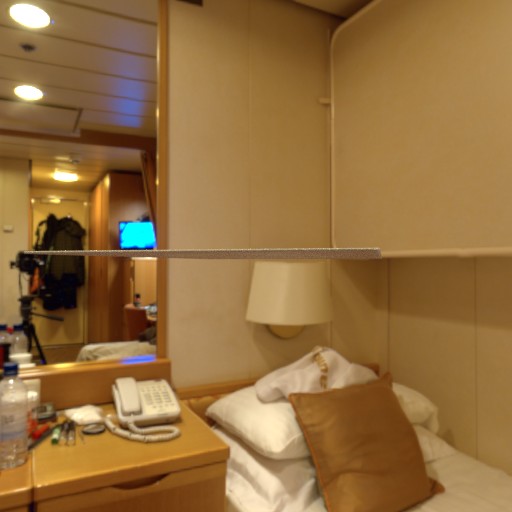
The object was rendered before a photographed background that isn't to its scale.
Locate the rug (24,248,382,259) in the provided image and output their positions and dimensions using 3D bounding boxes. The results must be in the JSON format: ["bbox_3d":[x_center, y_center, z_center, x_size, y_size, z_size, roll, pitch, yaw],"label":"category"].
[{"bbox_3d":[0.000,0.000,3.683,2.005,0.014,2.878,0,-1,16],"label":"rug"}]
